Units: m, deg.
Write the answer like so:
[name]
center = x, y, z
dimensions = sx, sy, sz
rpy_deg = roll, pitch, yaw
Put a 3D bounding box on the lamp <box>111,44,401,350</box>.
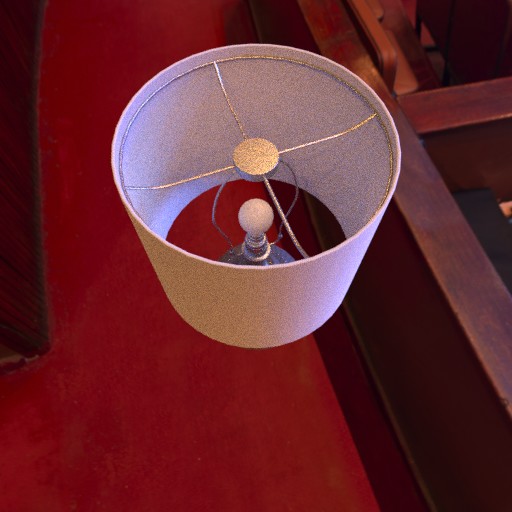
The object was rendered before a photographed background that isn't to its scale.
[lamp]
center = 0.000, 0.000, 0.481
dimensions = 0.207, 0.366, 0.207
rpy_deg = -18, 64, -9
